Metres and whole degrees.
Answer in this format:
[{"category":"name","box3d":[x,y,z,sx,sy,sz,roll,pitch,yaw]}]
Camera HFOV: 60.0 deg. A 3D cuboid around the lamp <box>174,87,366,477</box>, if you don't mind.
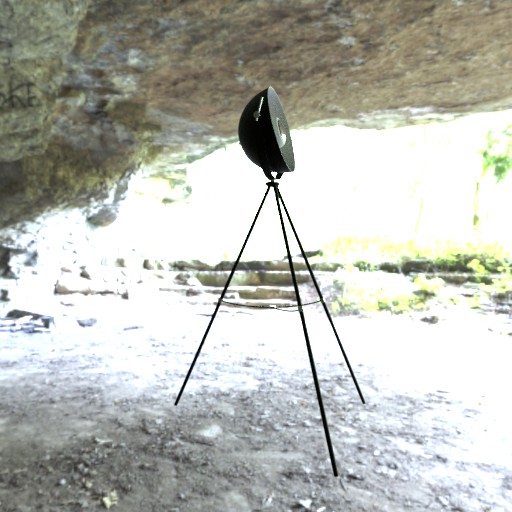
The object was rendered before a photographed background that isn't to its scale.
[{"category":"lamp","box3d":[0.000,0.000,2.022,0.920,1.512,0.817,0,0,18]}]
